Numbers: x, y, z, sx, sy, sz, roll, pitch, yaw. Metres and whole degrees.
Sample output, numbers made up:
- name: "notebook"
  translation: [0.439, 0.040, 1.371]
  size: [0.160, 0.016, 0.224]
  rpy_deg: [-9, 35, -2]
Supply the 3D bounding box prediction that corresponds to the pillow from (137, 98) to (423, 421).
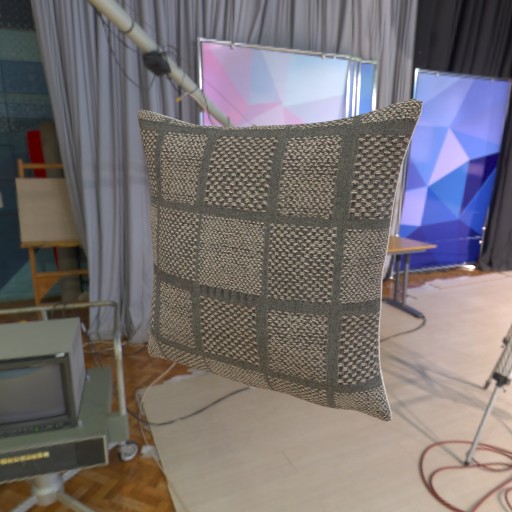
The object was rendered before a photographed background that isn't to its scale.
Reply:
- name: "pillow"
  translation: [0.000, 0.000, 0.666]
  size: [0.435, 0.432, 0.138]
  rpy_deg: [7, 16, 26]
